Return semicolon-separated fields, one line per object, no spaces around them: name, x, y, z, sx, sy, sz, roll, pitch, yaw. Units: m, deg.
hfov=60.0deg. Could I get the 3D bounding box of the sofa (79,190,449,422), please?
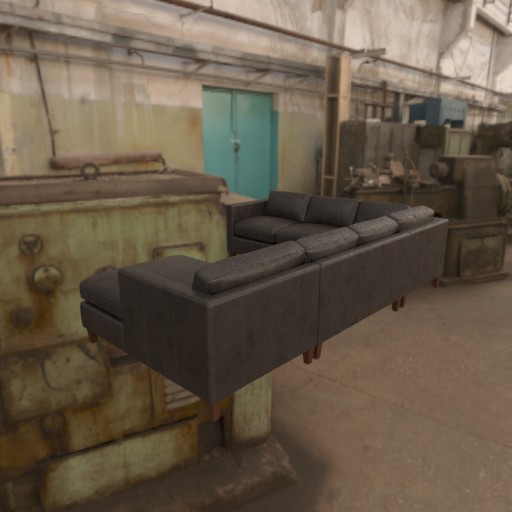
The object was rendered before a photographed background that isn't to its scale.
sofa;0.000;0.000;4.369;2.452;0.891;3.324;14;21;41
